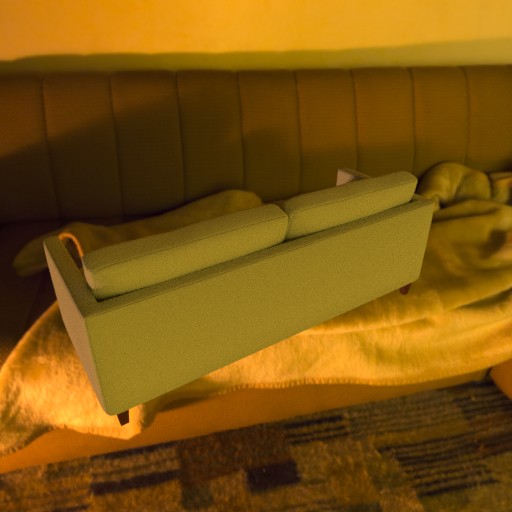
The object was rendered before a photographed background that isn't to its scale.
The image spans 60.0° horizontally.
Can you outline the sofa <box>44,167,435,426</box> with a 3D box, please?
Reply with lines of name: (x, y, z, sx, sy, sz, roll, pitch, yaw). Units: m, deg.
sofa: (0.000, 0.000, 2.981, 2.434, 0.965, 0.948, -18, 34, -29)
